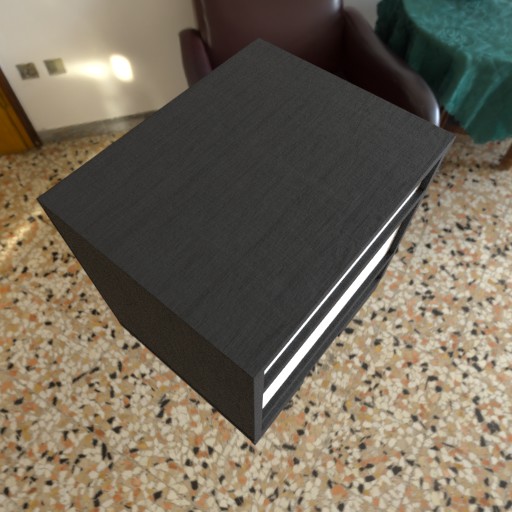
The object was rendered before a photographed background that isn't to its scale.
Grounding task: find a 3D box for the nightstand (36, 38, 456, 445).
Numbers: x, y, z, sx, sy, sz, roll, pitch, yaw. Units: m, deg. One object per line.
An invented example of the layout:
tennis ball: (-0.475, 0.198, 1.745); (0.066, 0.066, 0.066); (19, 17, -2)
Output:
nightstand: (0.000, 0.000, 0.759); (0.347, 0.448, 0.427); (35, 65, 19)
